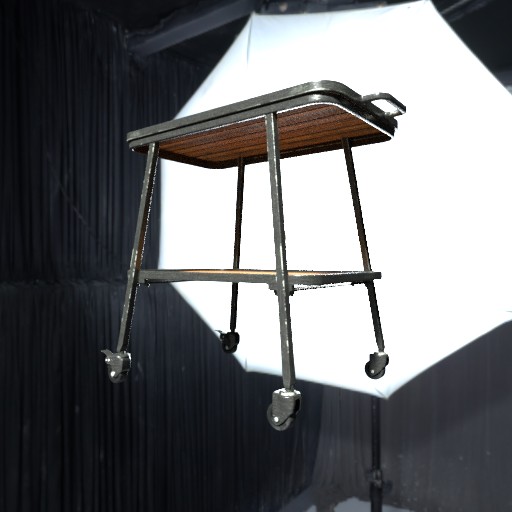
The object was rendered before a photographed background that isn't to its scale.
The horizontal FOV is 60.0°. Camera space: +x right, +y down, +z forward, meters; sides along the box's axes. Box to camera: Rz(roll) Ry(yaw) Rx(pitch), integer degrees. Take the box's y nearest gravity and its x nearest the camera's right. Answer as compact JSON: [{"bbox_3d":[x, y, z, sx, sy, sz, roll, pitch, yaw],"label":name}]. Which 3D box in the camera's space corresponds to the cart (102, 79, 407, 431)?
[{"bbox_3d":[0.000,0.000,1.231,0.806,0.700,0.515,0,0,38],"label":"cart"}]
